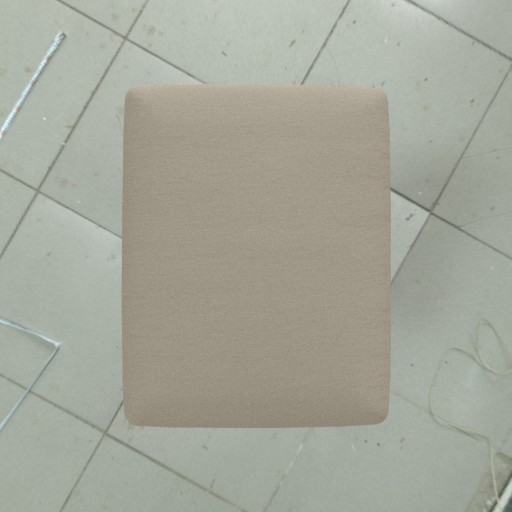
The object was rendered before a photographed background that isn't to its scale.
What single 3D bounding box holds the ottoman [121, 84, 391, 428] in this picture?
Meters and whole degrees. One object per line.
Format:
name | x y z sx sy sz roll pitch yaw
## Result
ottoman | 0.000 0.000 1.127 0.606 0.420 0.771 0 89 -1
